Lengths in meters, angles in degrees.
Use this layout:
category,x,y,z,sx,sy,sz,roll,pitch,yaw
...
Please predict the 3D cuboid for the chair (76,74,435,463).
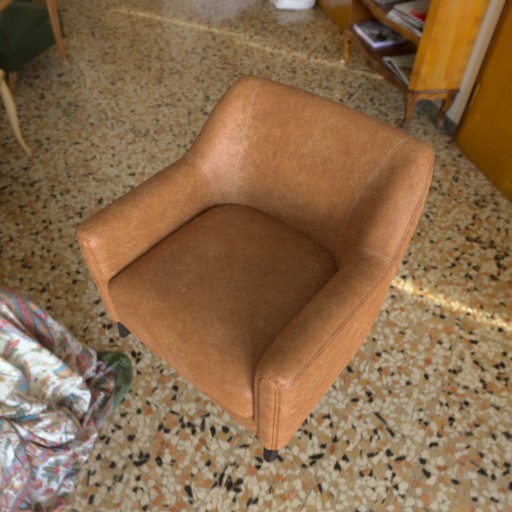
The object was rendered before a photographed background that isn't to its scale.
category,x,y,z,sx,sy,sz,roll,pitch,yaw
chair,0.000,0.000,1.831,1.037,0.980,1.034,31,55,25
